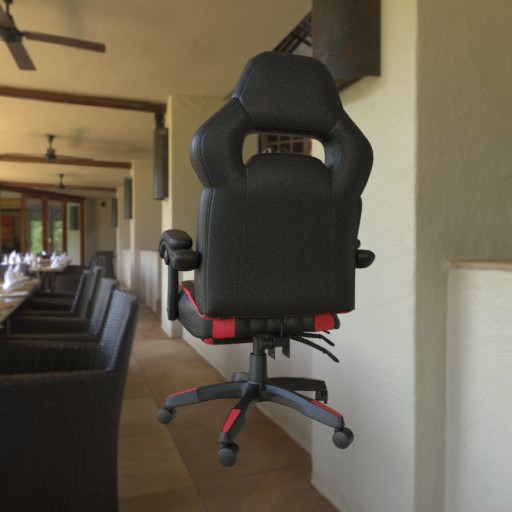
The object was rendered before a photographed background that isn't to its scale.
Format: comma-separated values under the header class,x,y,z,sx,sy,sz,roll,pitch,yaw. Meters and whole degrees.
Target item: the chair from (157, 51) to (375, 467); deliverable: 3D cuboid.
class,x,y,z,sx,sy,sz,roll,pitch,yaw
chair,0.000,0.000,1.630,0.700,1.220,0.700,0,1,-18
